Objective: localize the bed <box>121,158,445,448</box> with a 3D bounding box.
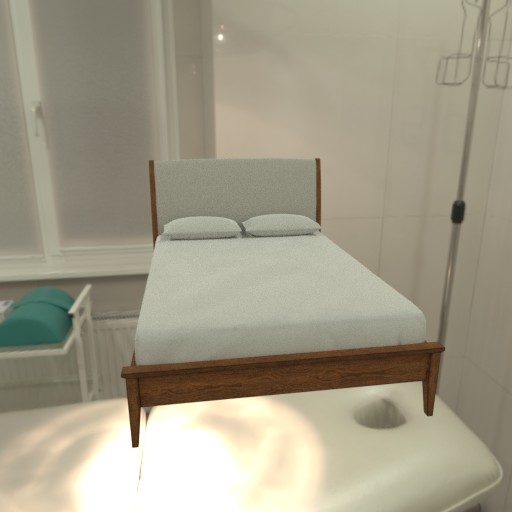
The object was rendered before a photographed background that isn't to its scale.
[{"bbox_3d":[0.000,0.000,2.950,1.502,1.135,2.108,-3,17,-9],"label":"bed"}]
